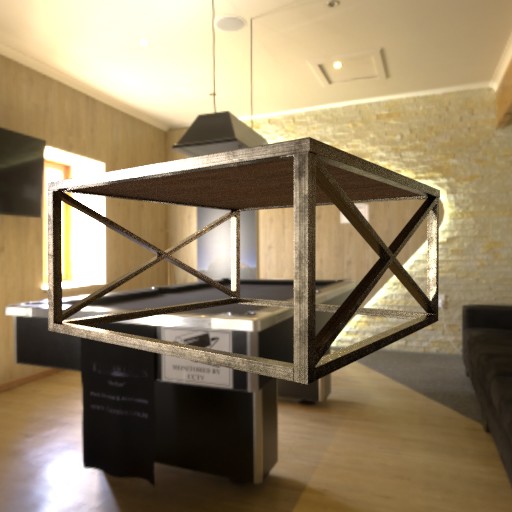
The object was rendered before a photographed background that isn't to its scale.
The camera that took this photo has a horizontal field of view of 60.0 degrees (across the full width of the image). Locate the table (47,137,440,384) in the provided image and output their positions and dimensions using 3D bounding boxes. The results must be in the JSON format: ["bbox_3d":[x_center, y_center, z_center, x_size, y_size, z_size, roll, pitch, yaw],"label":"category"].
[{"bbox_3d":[0.000,0.000,1.436,0.909,0.451,0.899,1,1,37],"label":"table"}]
